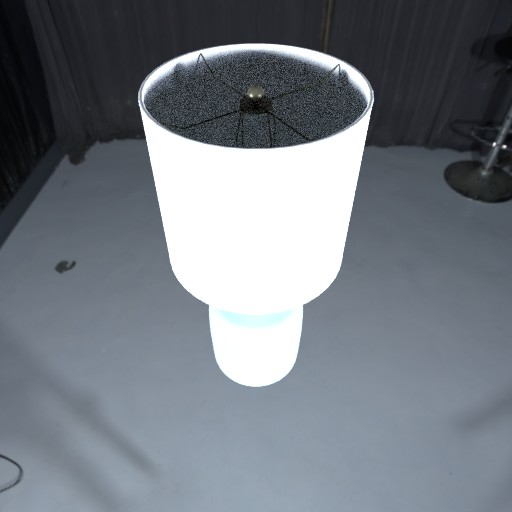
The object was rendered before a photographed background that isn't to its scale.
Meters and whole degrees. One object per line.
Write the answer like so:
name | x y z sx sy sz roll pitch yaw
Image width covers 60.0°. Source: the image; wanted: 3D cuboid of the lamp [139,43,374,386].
lamp | 0.000 0.000 1.110 0.418 0.871 0.418 3 46 3
